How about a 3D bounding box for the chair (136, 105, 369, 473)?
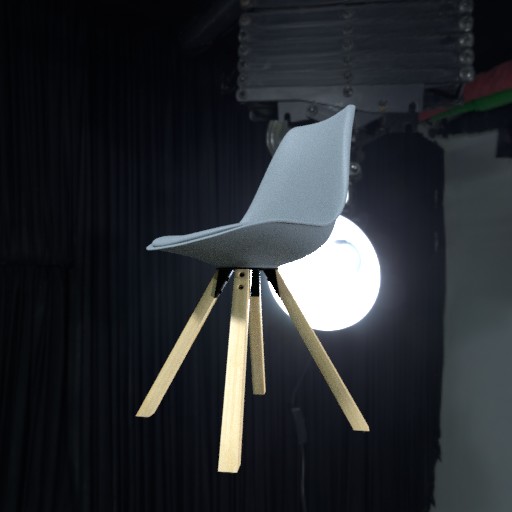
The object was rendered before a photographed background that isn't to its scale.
[{"bbox_3d":[0.000,0.000,1.161,0.549,0.850,0.485,2,-4,-36],"label":"chair"}]
